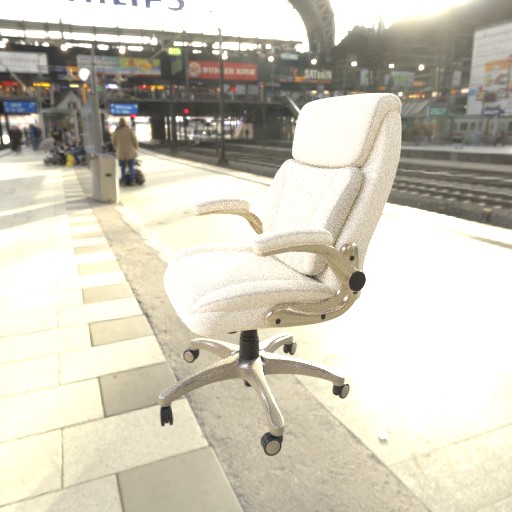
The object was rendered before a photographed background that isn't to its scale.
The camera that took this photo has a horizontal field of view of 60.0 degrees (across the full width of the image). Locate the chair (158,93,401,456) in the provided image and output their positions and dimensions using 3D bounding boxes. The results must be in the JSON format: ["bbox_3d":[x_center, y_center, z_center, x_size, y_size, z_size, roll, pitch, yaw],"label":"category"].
[{"bbox_3d":[0.000,0.000,1.606,0.794,1.110,0.740,-7,17,-25],"label":"chair"}]
